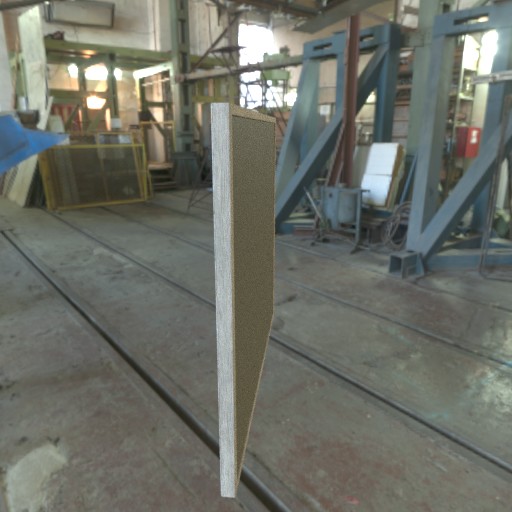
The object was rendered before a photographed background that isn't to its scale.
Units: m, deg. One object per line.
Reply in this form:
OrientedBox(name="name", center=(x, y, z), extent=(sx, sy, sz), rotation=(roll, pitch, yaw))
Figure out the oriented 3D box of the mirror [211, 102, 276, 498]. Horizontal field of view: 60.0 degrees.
OrientedBox(name="mirror", center=(0.000, 0.000, 1.121), extent=(0.028, 0.689, 0.839), rotation=(2, 16, 7))
